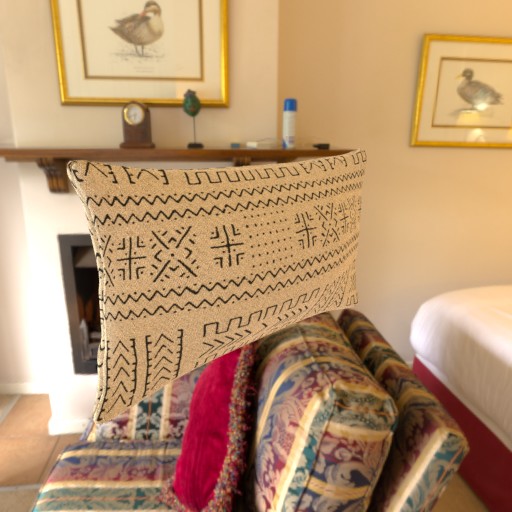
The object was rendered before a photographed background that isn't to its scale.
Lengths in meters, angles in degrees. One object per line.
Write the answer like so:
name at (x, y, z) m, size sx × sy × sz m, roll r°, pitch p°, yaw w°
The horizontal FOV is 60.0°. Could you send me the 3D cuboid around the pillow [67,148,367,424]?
pillow at (0.000, 0.000, 0.773) m, size 0.637 × 0.352 × 0.188 m, roll -15°, pitch 21°, yaw -43°
